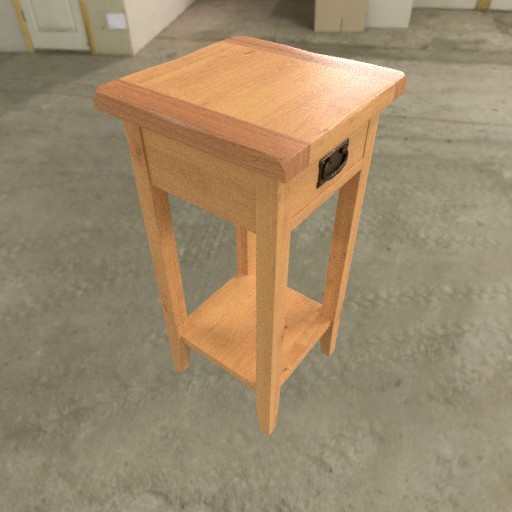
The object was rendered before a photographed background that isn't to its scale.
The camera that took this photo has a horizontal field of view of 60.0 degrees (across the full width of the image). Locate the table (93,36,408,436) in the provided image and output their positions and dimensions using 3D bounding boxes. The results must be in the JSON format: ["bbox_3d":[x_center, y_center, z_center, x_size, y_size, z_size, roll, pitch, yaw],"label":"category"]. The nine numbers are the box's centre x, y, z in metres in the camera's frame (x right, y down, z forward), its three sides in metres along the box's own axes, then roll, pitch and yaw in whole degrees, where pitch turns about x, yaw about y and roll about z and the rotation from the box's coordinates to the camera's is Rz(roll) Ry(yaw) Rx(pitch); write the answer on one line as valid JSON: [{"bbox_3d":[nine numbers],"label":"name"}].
[{"bbox_3d":[0.000,0.000,0.945,0.360,0.740,0.360,27,48,27],"label":"table"}]
